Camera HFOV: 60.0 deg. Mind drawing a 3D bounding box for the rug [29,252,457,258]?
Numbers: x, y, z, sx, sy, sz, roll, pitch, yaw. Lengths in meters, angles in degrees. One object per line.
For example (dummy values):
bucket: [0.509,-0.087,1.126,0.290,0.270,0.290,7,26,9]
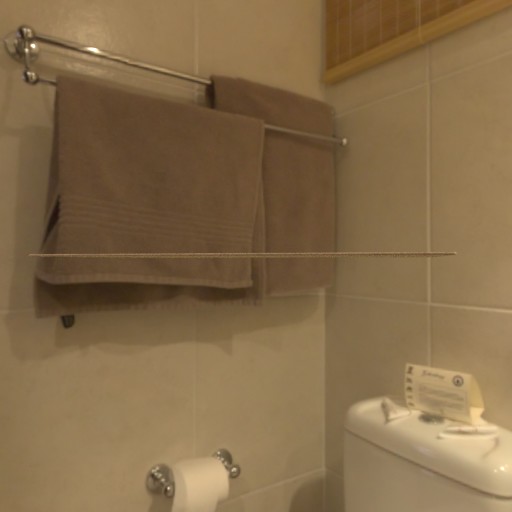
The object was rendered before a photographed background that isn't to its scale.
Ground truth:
rug: [0.000,0.000,2.369,1.839,0.009,1.236,0,-1,18]
